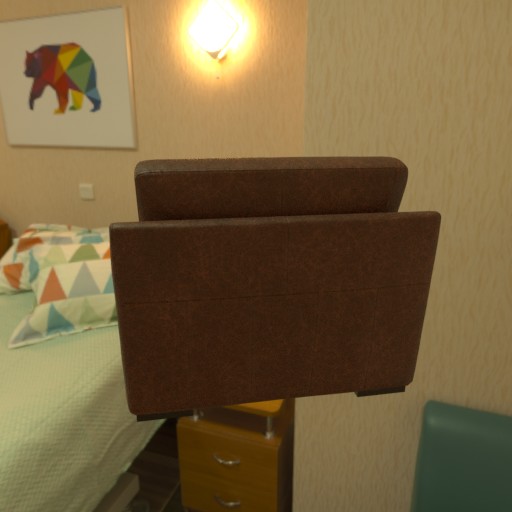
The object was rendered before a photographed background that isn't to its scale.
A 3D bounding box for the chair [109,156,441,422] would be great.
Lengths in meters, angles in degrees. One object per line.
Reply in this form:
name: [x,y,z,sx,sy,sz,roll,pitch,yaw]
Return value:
chair: [0.000,0.000,2.040,1.168,0.939,1.143,-3,17,-10]
